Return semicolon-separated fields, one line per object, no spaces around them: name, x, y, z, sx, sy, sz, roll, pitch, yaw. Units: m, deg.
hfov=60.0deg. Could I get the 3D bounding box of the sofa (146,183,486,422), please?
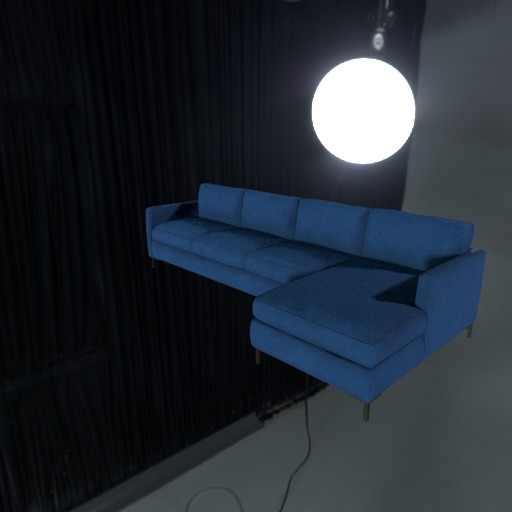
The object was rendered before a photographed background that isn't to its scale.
sofa;0.000;0.000;3.431;1.350;0.810;2.932;-15;22;-41
